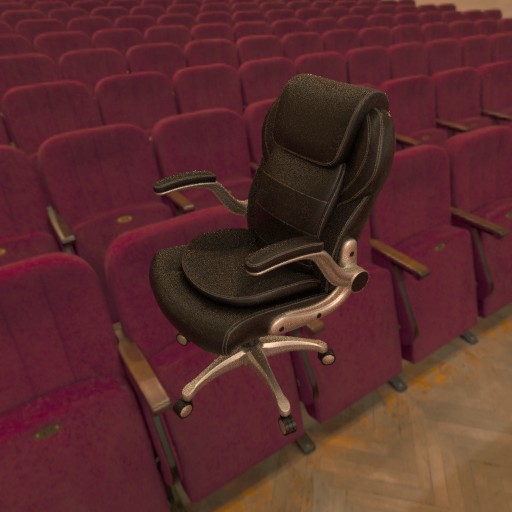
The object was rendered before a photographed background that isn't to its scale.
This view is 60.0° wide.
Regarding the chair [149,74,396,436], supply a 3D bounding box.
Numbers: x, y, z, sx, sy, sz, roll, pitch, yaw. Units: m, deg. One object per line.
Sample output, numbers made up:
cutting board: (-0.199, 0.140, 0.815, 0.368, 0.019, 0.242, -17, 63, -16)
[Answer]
chair: (0.000, 0.000, 1.620, 0.801, 1.141, 0.724, -19, 36, -28)
